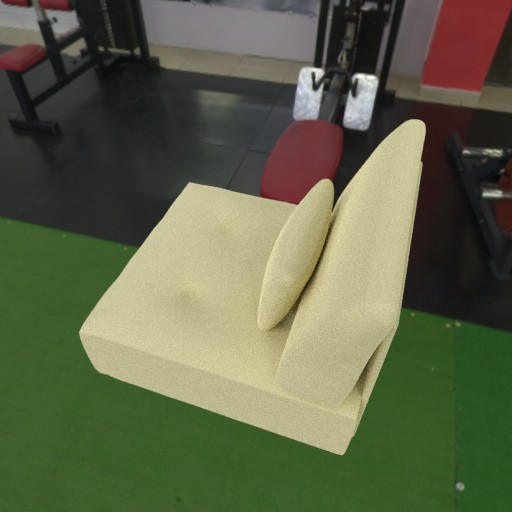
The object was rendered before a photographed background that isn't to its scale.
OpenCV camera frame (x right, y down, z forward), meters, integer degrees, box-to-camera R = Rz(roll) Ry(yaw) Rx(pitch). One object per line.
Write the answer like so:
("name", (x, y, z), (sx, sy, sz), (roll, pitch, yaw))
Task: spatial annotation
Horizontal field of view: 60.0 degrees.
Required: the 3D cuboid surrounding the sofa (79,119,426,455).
("sofa", (0.000, 0.000, 1.652), (1.000, 0.820, 0.930), (14, 47, 13))
